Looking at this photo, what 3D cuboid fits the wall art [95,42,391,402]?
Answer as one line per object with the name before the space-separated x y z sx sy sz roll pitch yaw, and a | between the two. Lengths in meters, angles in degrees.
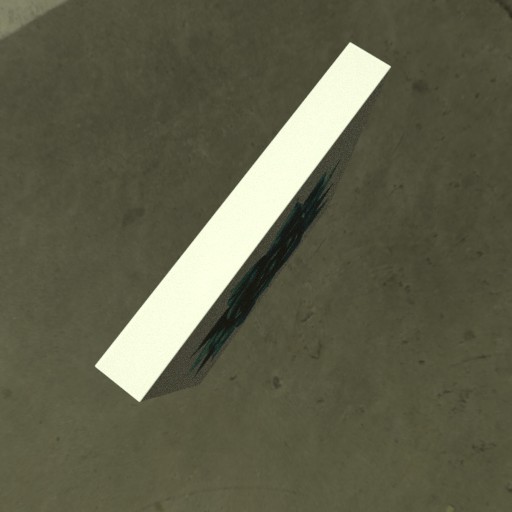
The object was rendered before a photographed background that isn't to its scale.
wall art | 0.000 0.000 0.462 0.038 0.305 0.305 35 78 8
